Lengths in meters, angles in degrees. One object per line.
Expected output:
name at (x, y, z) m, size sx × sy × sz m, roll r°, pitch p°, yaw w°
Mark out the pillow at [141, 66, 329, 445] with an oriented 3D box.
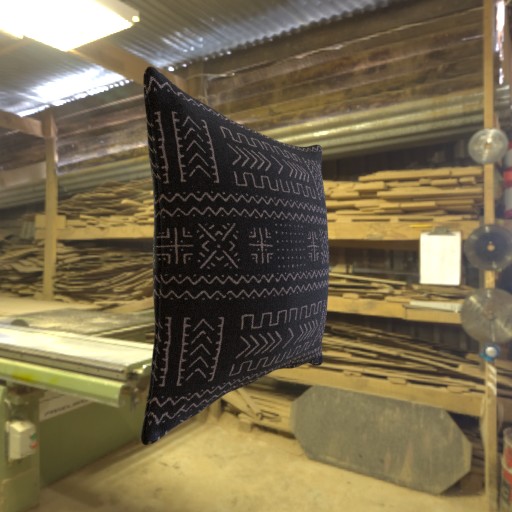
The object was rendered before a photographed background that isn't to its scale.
pillow at (0.000, 0.000, 0.676) m, size 0.164 × 0.430 × 0.438 m, roll 0°, pitch 0°, yaw 35°
